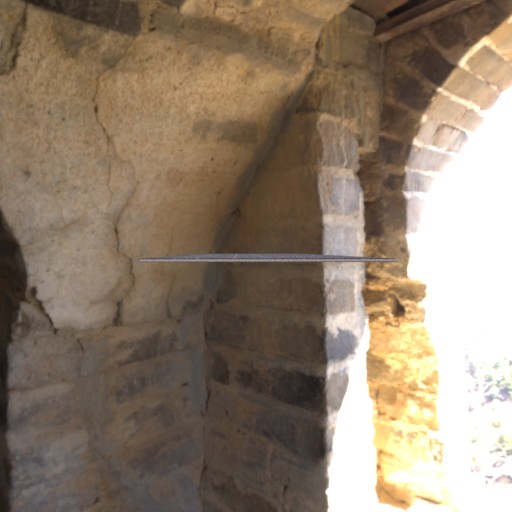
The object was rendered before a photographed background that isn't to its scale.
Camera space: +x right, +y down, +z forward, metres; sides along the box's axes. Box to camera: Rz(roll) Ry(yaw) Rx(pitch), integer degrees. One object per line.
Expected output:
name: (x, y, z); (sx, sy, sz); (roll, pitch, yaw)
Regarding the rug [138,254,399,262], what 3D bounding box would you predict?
rug: (0.000, 0.000, 2.657); (0.864, 0.012, 2.388); (0, 1, -2)
